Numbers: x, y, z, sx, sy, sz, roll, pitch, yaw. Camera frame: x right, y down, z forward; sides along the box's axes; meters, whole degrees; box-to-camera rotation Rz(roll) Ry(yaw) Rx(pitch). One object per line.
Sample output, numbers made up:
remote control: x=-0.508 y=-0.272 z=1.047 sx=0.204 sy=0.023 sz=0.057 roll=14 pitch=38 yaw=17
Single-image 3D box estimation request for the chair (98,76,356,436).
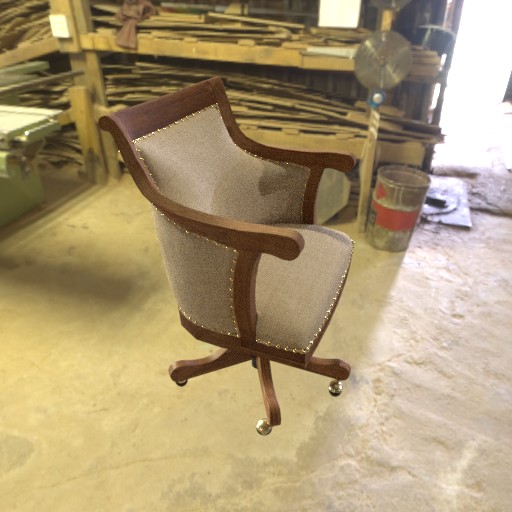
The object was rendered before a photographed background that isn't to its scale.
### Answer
chair: x=0.000 y=0.000 z=1.419 sx=0.689 sy=0.965 sz=0.656 roll=12 pitch=33 yaw=19
